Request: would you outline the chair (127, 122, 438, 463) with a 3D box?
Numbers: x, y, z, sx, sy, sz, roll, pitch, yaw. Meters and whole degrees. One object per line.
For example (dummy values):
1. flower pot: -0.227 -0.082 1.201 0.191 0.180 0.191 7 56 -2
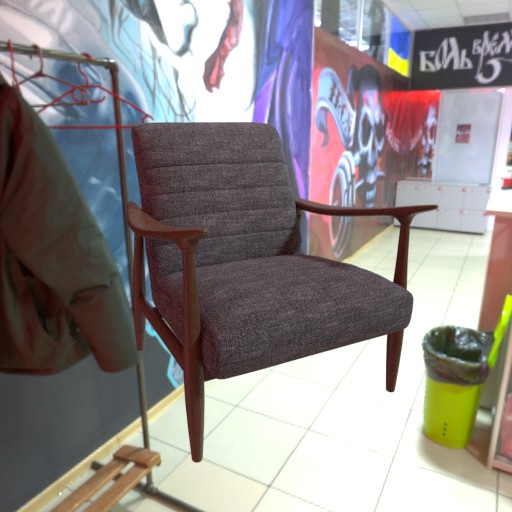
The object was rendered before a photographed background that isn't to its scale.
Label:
1. chair: 0.000 0.000 1.407 0.741 0.832 0.798 -8 17 -27
